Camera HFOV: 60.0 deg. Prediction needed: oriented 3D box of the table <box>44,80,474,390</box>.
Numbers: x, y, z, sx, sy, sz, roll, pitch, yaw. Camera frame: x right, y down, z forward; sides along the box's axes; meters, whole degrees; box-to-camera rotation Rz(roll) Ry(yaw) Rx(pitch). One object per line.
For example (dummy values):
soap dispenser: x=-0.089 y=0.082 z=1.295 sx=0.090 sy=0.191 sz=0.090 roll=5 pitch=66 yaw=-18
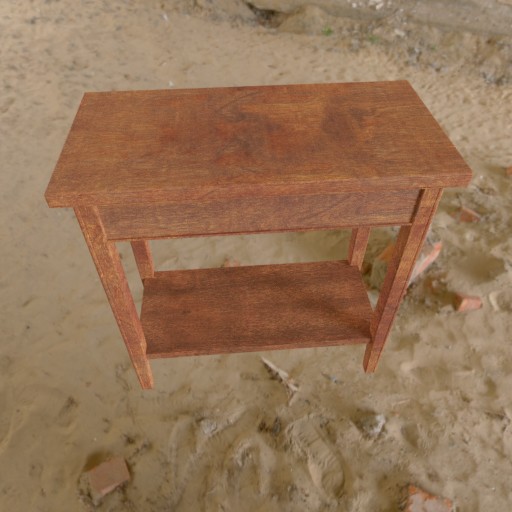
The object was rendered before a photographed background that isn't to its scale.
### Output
table: x=0.000 y=0.000 z=0.949 sx=0.610 sy=0.610 sz=0.305 roll=-3 pitch=46 yaw=-3
